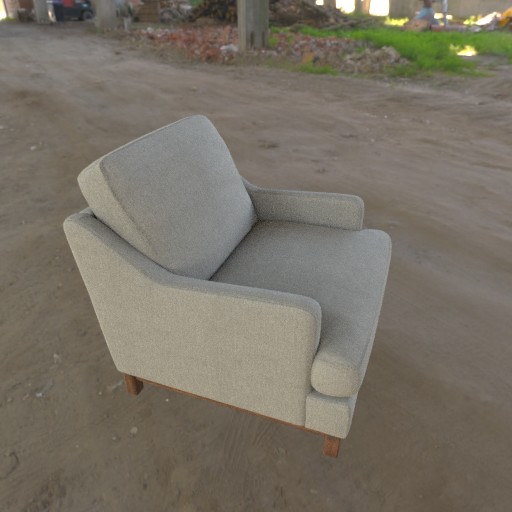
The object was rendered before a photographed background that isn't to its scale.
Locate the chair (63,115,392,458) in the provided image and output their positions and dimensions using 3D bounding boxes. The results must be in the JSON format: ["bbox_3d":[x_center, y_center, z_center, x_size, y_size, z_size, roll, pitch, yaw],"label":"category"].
[{"bbox_3d":[0.000,0.000,1.560,0.892,0.821,0.826,11,32,18],"label":"chair"}]
